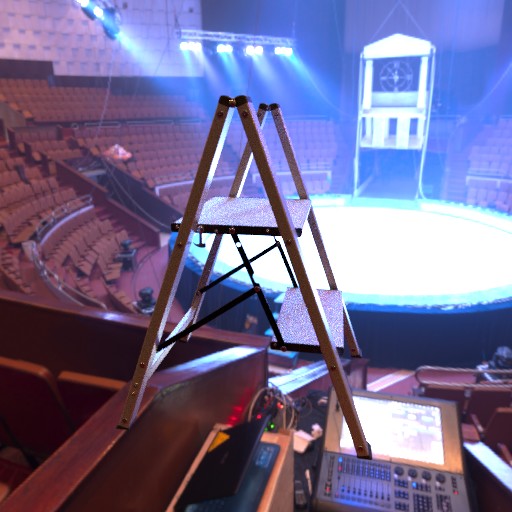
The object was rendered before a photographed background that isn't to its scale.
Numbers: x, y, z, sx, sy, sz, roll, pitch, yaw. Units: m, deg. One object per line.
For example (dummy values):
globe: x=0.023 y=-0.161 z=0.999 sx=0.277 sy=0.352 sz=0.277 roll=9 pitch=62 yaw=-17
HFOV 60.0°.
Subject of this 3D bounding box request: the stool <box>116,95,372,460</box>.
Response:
stool: x=0.000 y=0.000 z=1.009 sx=0.535 sy=0.670 sz=0.440 roll=3 pitch=17 yaw=9
